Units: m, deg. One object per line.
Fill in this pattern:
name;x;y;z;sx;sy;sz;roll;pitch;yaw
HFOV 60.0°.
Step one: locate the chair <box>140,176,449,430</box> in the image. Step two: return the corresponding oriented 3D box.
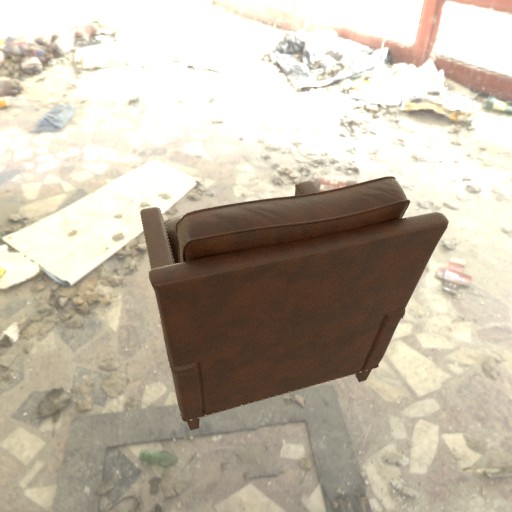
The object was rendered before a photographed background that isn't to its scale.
chair;0.000;0.000;1.829;0.854;1.054;1.035;-12;42;-13
